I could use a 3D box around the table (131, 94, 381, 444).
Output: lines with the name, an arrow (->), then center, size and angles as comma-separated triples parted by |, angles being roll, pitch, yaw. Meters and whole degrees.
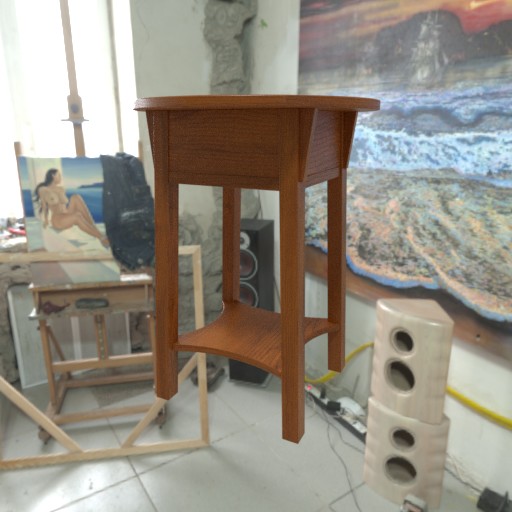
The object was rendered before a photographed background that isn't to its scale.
table -> 0.000, 0.000, 0.928 | 0.457, 0.610, 0.457 | 0, 17, 0
